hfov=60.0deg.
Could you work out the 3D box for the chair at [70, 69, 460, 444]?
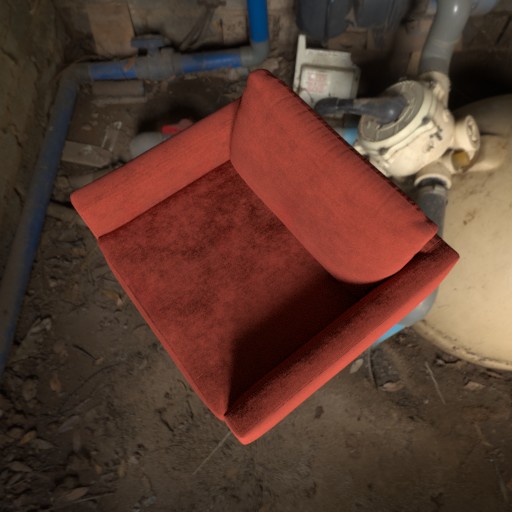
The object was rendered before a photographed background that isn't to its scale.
[{"bbox_3d":[0.000,0.000,1.581,0.875,0.812,0.964,-35,70,-15],"label":"chair"}]
